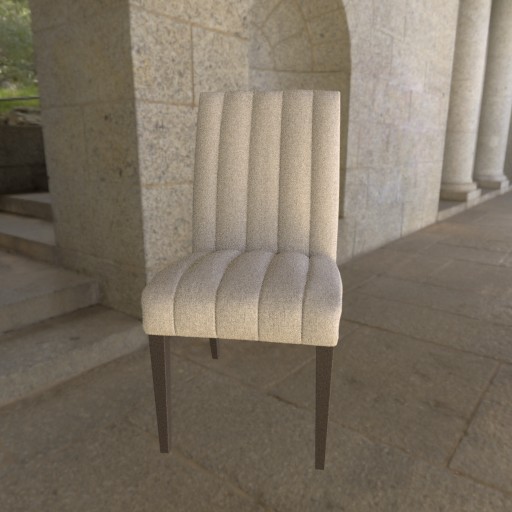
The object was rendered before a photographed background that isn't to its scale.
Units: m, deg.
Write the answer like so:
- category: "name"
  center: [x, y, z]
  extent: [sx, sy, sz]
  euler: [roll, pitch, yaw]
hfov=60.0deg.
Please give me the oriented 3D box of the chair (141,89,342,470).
- category: "chair"
  center: [0.000, 0.000, 1.355]
  extent: [0.511, 1.016, 0.647]
  euler: [2, 14, 8]
